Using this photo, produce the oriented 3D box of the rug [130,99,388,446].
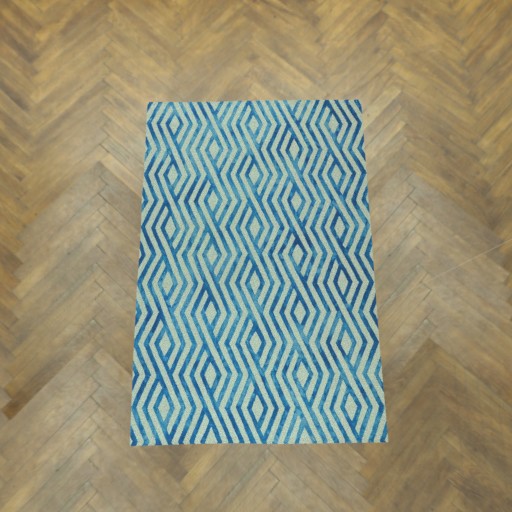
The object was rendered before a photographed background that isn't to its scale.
[{"bbox_3d":[0.000,0.000,2.313,1.225,0.008,1.830,-1,76,0],"label":"rug"}]
